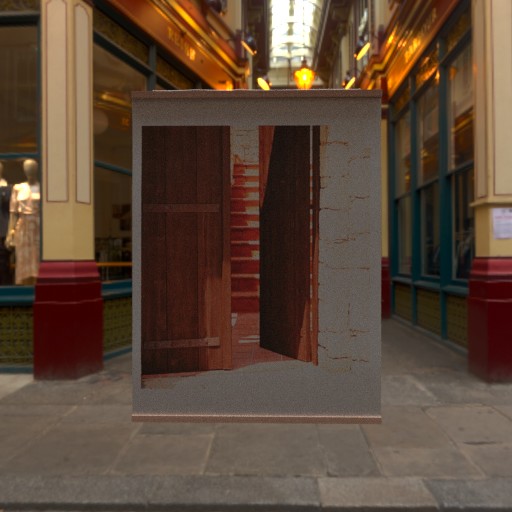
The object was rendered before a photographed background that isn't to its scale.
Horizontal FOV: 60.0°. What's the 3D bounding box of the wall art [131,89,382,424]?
[{"bbox_3d":[0.000,0.000,1.350,0.758,1.013,0.020,0,0,1],"label":"wall art"}]
